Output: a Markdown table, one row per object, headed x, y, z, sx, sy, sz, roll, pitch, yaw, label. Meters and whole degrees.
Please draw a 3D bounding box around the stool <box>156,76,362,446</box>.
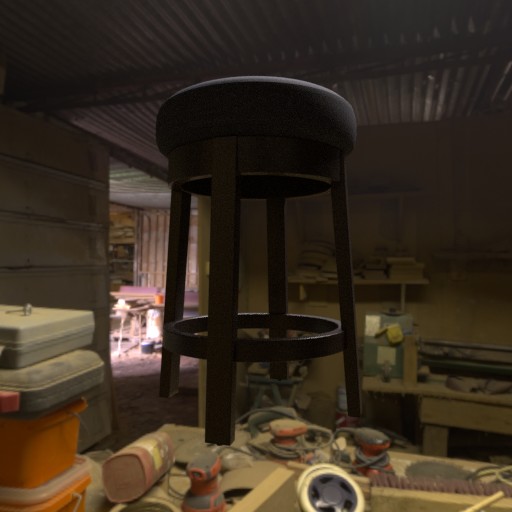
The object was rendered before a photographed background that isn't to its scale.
| x | y | z | sx | sy | sz | roll | pitch | yaw | label |
| --- | --- | --- | --- | --- | --- | --- | --- | --- | --- |
| 0.000 | 0.000 | 0.970 | 0.449 | 0.655 | 0.449 | 0 | 0 | 0 | stool |
